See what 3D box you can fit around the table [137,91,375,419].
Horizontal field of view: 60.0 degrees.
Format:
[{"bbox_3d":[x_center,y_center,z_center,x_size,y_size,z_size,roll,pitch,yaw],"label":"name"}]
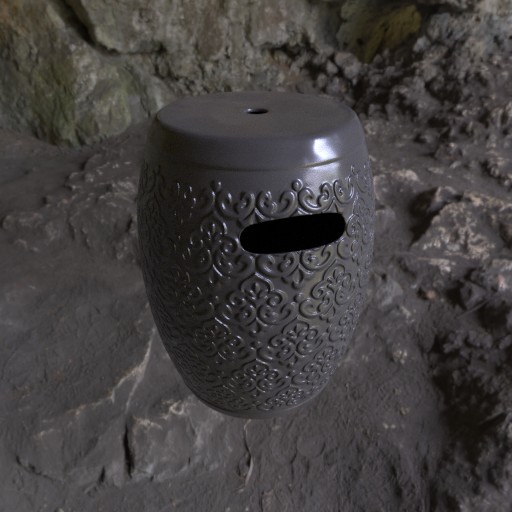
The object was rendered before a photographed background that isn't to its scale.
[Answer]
[{"bbox_3d":[0.000,0.000,0.615,0.309,0.397,0.309,0,31,0],"label":"table"}]
